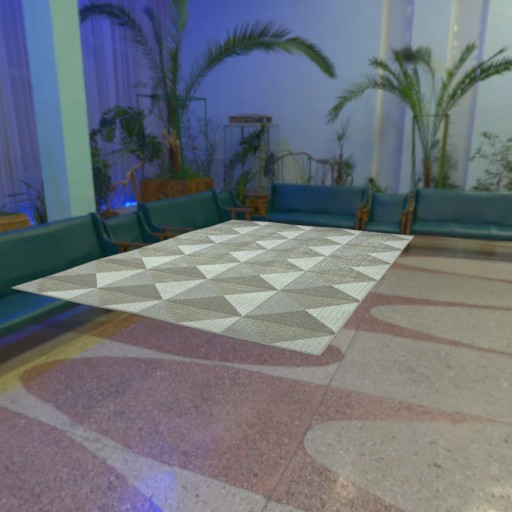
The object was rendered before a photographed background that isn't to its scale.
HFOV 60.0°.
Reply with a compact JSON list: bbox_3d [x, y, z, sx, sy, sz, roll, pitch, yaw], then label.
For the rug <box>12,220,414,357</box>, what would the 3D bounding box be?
[{"bbox_3d":[0.000,0.000,4.235,2.428,0.027,3.333,7,16,26],"label":"rug"}]
